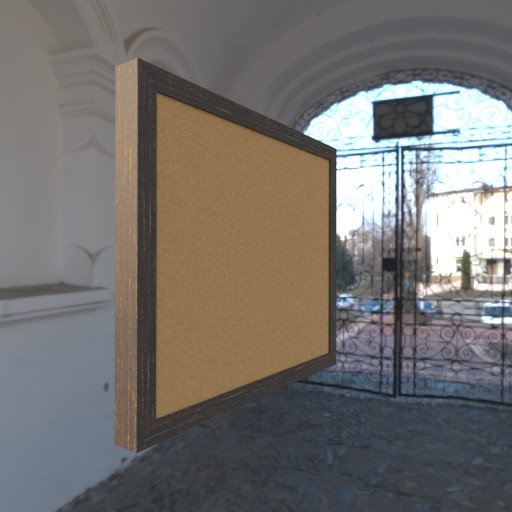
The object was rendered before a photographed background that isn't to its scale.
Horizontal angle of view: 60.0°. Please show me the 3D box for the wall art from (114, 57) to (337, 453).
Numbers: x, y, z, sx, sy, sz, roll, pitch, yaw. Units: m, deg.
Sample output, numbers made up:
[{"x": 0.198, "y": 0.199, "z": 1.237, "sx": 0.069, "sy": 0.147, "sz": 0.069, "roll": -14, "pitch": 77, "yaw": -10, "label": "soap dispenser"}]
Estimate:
[{"x": 0.000, "y": 0.000, "z": 0.533, "sx": 0.031, "sy": 0.330, "sz": 0.381, "roll": 0, "pitch": 0, "yaw": 36, "label": "wall art"}]
